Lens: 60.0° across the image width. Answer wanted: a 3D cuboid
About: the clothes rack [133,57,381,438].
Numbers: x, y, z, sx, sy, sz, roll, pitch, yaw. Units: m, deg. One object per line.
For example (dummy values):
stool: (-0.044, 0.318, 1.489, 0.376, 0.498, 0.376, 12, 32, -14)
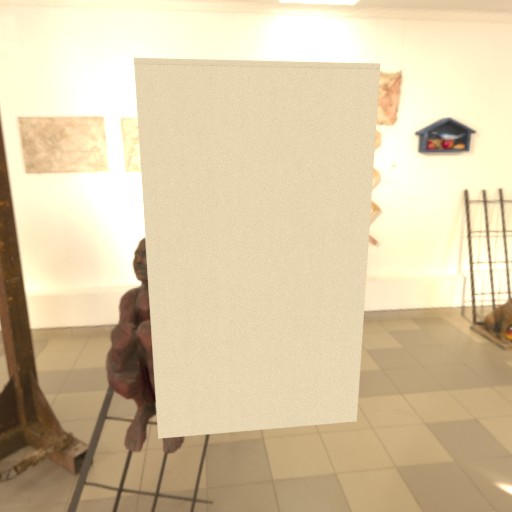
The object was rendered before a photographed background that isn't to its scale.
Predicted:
clothes rack: (0.000, 0.000, 1.614, 0.750, 1.280, 0.250, -2, 15, -8)
